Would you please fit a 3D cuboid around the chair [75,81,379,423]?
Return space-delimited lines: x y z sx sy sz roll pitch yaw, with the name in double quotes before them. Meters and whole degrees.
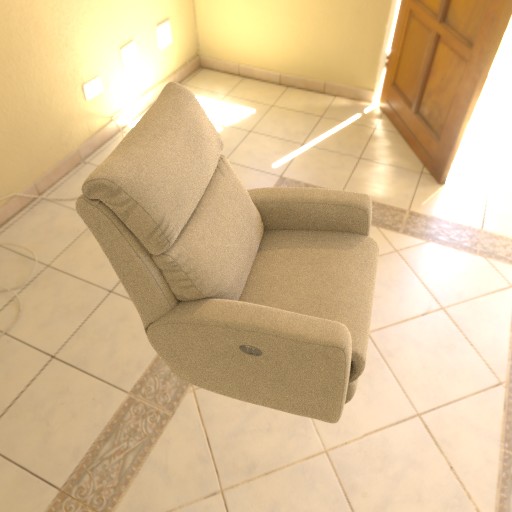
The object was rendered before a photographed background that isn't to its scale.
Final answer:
"chair" 0.000 0.000 1.677 0.940 1.021 0.794 11 48 10
